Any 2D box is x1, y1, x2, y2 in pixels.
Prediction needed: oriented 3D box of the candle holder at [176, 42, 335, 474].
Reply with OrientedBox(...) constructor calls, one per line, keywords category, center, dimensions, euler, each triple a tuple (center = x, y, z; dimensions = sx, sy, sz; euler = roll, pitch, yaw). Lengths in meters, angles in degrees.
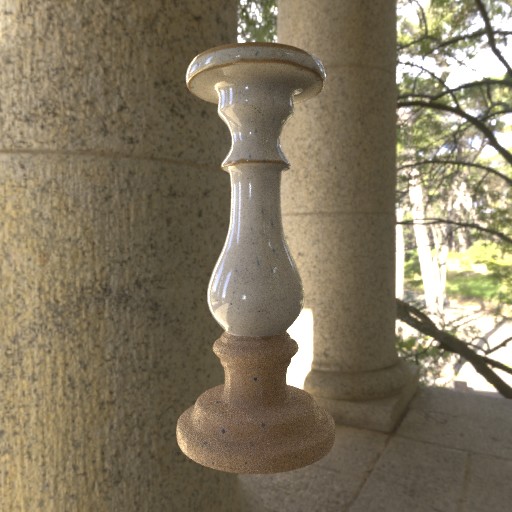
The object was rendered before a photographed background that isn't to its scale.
OrientedBox(category="candle holder", center=(0.000, 0.000, 0.246), dimensions=(0.088, 0.203, 0.088), euler=(0, 2, 0))
